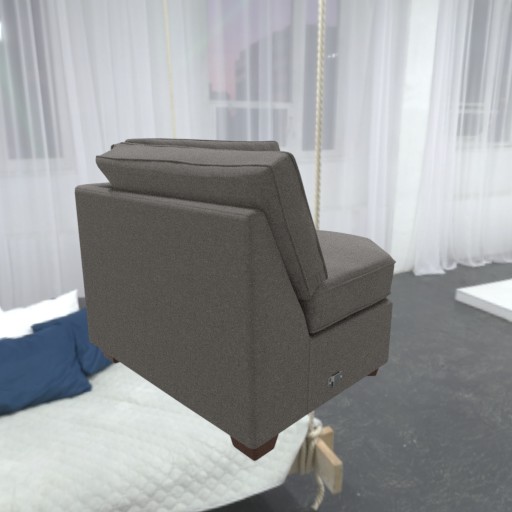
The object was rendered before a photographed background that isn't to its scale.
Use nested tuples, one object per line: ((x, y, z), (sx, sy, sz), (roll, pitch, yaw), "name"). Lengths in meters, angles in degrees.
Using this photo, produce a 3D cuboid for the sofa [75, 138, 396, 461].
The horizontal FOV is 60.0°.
((0.000, 0.000, 1.846), (1.042, 0.951, 1.050), (-13, 19, -43), "sofa")
